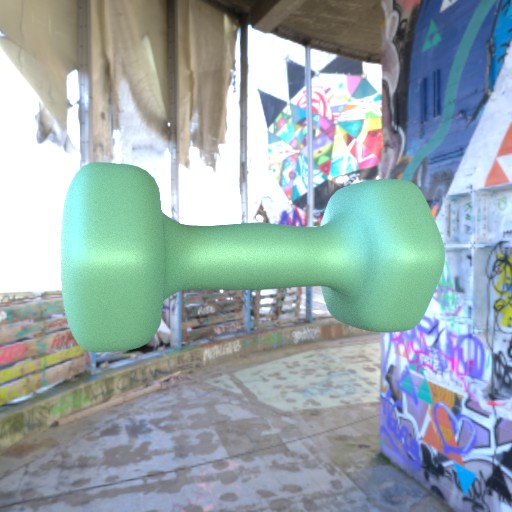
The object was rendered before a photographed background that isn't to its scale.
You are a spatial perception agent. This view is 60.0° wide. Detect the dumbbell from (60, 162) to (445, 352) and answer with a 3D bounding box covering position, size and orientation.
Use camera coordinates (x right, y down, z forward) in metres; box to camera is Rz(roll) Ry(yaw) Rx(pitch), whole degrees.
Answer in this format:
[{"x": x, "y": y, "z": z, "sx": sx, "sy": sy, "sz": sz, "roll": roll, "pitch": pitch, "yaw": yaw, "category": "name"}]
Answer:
[{"x": 0.000, "y": 0.000, "z": 0.323, "sx": 0.260, "sy": 0.117, "sz": 0.129, "roll": 0, "pitch": 1, "yaw": -18, "category": "dumbbell"}]
